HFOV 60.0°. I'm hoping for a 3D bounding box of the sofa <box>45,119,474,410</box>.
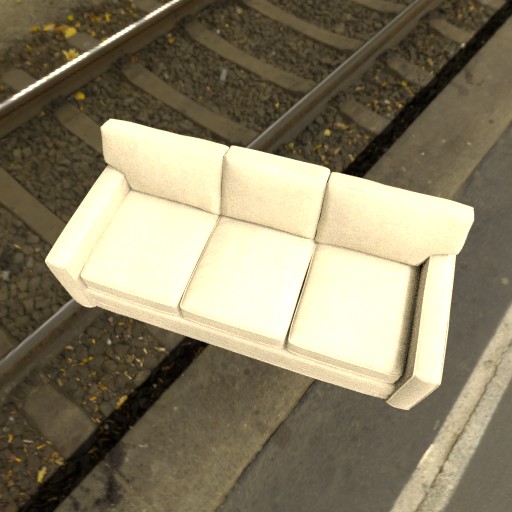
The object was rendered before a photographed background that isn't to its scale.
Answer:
[{"bbox_3d":[0.000,0.000,2.515,2.093,0.862,0.936,16,60,9],"label":"sofa"}]
